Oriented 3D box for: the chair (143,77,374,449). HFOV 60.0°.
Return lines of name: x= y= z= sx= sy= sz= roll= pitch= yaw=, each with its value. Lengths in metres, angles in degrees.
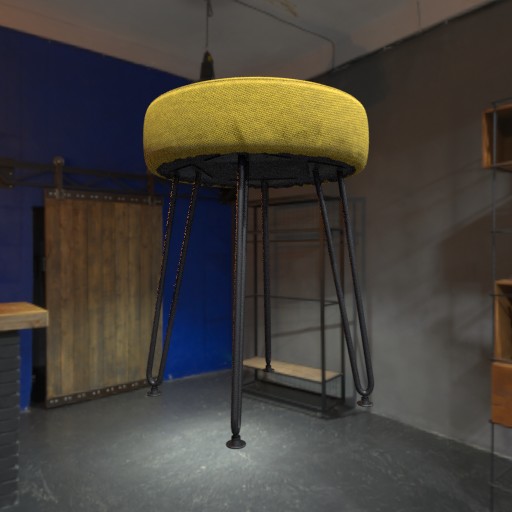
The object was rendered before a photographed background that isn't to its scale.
chair: x=0.000 y=0.000 z=0.702 sx=0.345 sy=0.455 sz=0.345 roll=0 pitch=1 yaw=-37
